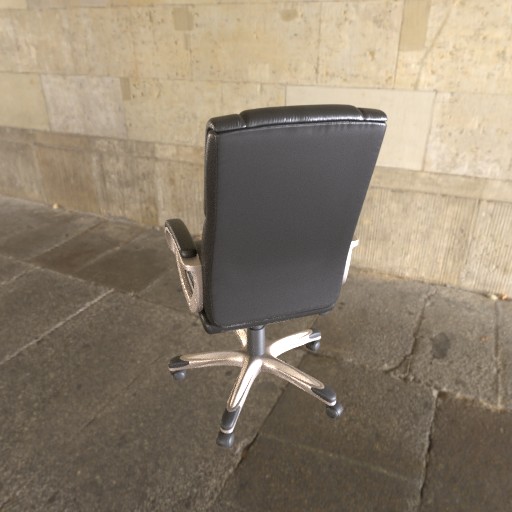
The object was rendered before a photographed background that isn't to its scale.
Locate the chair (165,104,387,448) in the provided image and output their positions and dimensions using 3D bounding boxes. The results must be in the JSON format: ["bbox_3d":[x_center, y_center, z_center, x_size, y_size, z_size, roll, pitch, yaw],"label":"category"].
[{"bbox_3d":[0.000,0.000,1.634,0.700,1.145,0.780,-9,28,-17],"label":"chair"}]
